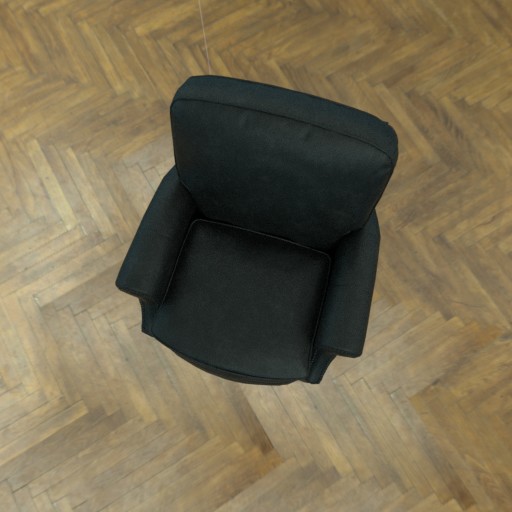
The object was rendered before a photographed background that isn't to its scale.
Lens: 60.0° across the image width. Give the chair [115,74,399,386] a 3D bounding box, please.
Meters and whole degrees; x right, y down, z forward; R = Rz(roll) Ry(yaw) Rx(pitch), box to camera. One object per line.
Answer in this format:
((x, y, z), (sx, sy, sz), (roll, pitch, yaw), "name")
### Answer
((0.000, 0.000, 1.738), (0.936, 1.018, 0.986), (16, 76, 4), "chair")
